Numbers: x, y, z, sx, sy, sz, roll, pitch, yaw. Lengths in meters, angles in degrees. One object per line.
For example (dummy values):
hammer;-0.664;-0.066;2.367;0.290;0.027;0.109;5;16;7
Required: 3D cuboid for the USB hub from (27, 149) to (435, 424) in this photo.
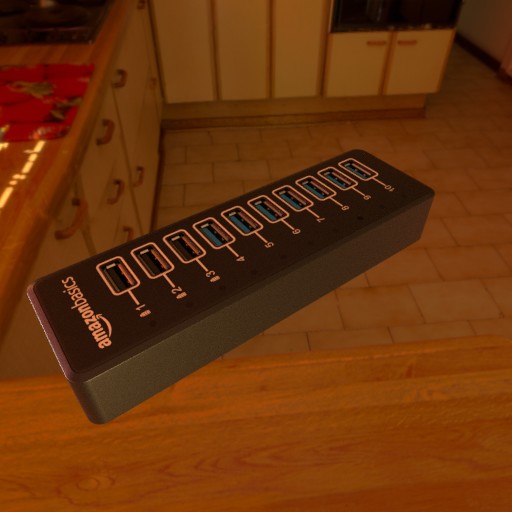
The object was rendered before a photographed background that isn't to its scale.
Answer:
USB hub;0.000;0.000;0.161;0.145;0.023;0.044;-26;49;-25
